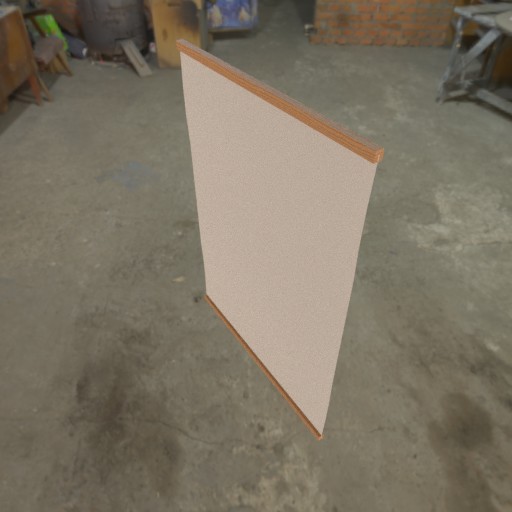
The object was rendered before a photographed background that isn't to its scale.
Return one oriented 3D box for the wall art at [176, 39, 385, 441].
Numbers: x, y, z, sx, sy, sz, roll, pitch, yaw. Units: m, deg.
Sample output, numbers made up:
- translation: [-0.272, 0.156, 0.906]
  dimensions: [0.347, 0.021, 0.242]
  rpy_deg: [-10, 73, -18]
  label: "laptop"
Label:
- translation: [0.000, 0.000, 1.303]
  dimensions: [0.020, 1.016, 0.739]
  rpy_deg: [-24, 47, -25]
  label: "wall art"
